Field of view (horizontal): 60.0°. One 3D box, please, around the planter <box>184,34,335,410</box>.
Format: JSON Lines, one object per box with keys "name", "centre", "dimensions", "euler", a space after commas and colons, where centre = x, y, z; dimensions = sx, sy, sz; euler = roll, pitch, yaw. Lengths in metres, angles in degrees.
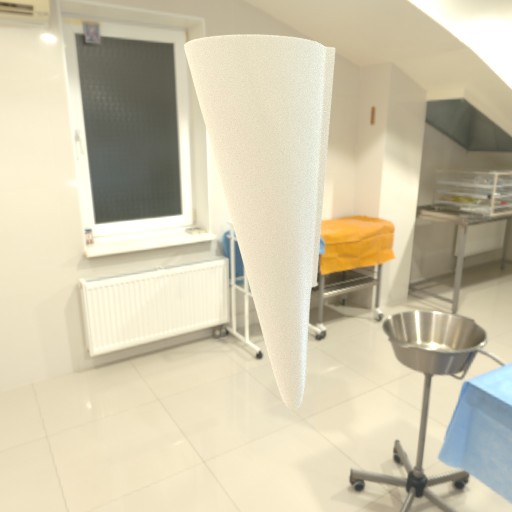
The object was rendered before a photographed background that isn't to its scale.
{"name": "planter", "centre": [0.000, 0.000, 0.224], "dimensions": [0.064, 0.193, 0.057], "euler": [-8, 18, -25]}
